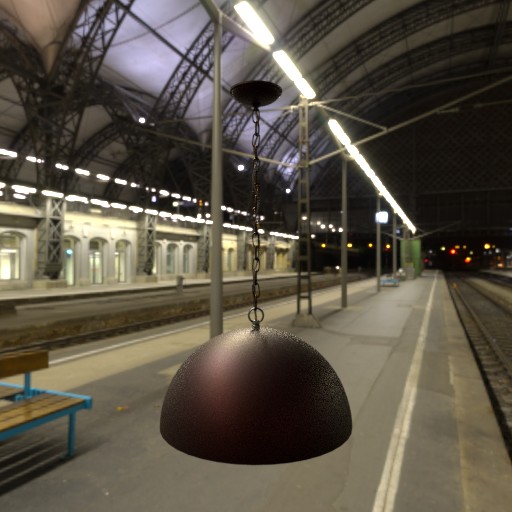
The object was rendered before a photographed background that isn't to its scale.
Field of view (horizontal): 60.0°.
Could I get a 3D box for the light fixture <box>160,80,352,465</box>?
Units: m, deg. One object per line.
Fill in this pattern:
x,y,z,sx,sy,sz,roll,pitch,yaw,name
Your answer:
0.000,0.000,1.162,0.492,0.869,0.492,0,-1,1,light fixture
